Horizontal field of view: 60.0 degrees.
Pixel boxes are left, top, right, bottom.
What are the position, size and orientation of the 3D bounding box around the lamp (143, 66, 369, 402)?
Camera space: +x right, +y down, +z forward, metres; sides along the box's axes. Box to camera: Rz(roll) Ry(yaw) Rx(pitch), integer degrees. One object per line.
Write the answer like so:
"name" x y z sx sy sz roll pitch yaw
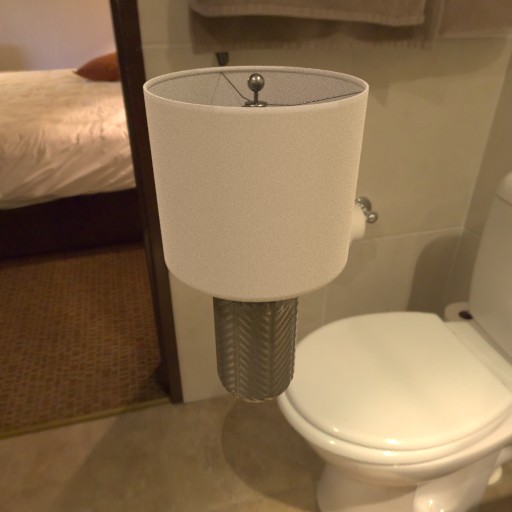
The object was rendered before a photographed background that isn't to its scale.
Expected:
"lamp" 0.000 0.000 0.505 0.203 0.389 0.203 22 37 31
